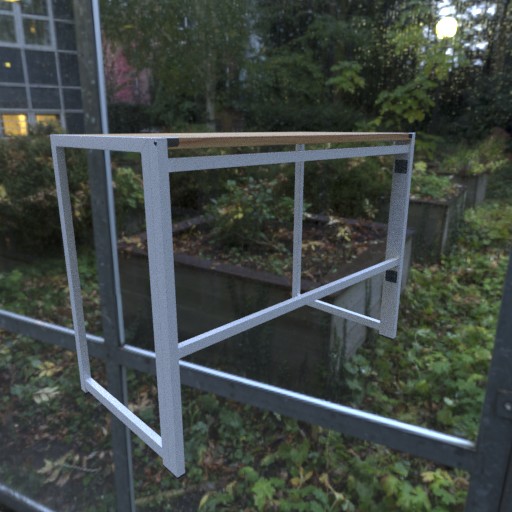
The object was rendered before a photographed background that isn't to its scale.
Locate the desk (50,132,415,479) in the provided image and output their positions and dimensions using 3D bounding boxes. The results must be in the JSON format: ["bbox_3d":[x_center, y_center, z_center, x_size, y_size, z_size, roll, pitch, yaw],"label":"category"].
[{"bbox_3d":[0.000,0.000,1.431,1.016,0.762,0.508,-15,22,-43],"label":"desk"}]
